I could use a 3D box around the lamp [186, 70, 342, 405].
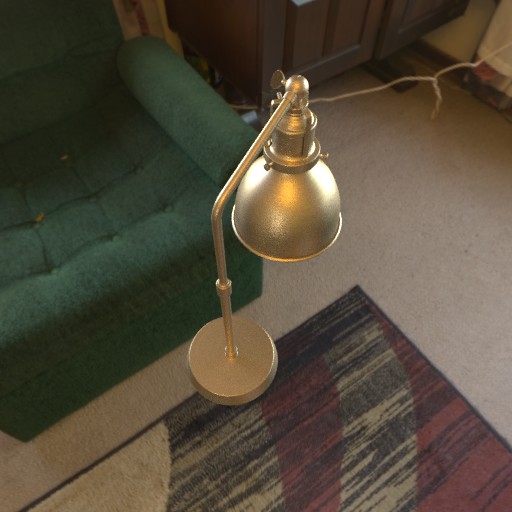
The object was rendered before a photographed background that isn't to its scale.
[{"bbox_3d":[0.000,0.000,0.588,0.153,0.456,0.286,32,61,20],"label":"lamp"}]
